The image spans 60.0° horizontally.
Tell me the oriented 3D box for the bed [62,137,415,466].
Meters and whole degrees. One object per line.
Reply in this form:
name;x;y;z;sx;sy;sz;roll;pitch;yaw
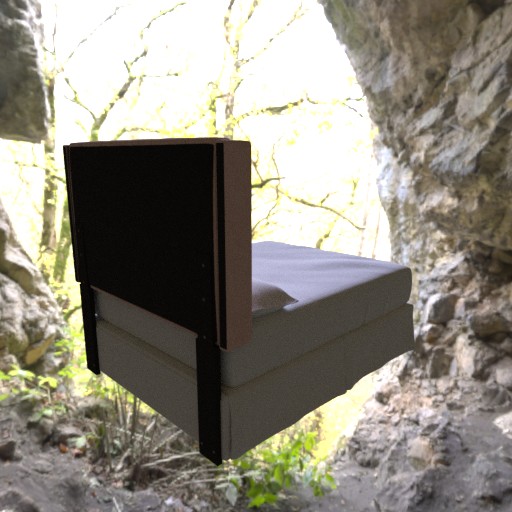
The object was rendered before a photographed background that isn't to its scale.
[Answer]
bed;0.000;0.000;3.346;2.066;1.665;1.719;-13;18;-44
